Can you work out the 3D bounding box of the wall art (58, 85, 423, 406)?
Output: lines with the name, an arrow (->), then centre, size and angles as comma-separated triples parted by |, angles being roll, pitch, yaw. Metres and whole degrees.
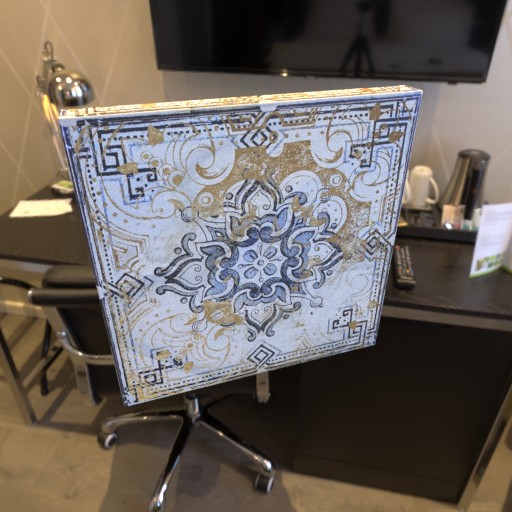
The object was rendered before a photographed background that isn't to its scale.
wall art -> 0.000, 0.000, 0.601 | 0.411, 0.410, 0.038 | -10, 33, -16
